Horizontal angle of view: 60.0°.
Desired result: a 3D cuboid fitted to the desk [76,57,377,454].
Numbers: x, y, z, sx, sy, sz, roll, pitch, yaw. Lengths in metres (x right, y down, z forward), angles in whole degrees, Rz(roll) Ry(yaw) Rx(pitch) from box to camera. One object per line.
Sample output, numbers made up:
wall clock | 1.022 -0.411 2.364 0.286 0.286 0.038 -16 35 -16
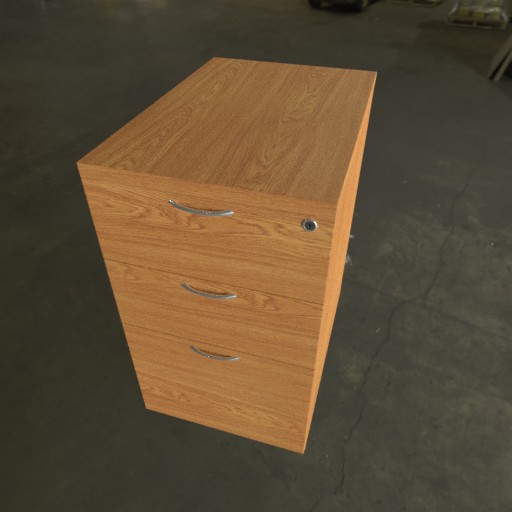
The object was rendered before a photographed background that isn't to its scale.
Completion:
desk | 0.000 0.000 1.082 0.404 0.730 0.600 11 41 13
